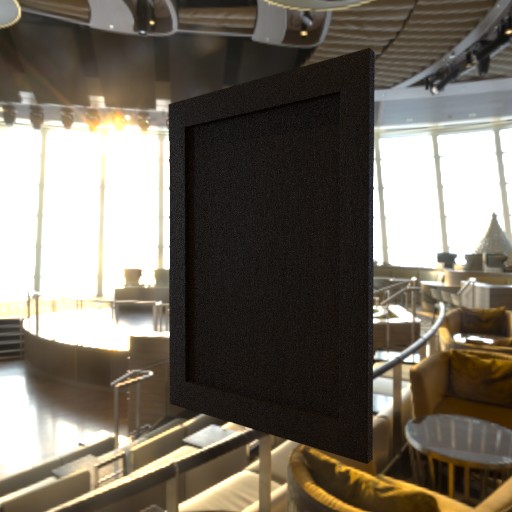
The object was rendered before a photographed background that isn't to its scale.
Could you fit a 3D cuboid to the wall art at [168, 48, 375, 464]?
[{"bbox_3d":[0.000,0.000,0.660,0.359,0.513,0.017,1,1,37],"label":"wall art"}]
